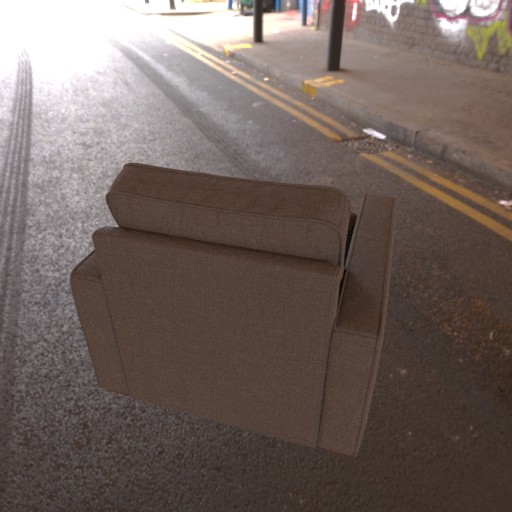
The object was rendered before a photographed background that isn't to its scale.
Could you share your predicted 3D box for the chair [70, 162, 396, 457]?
[{"bbox_3d":[0.000,0.000,1.728,1.017,0.919,0.940,10,35,14],"label":"chair"}]
